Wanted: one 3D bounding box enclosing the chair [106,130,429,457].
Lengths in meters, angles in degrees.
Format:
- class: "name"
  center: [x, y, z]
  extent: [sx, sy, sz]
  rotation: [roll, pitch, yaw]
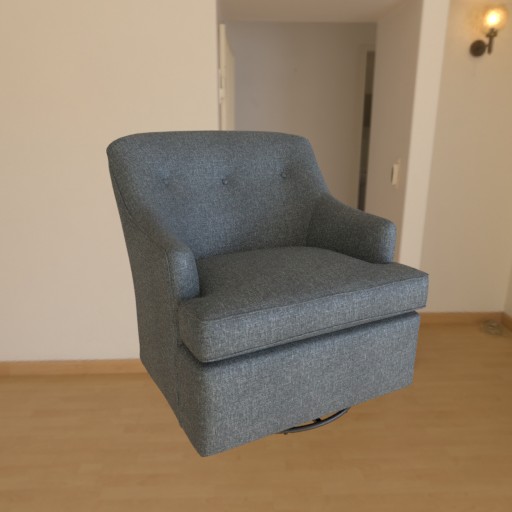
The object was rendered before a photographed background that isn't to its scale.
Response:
- class: "chair"
  center: [0.000, 0.000, 1.581]
  extent: [0.864, 0.856, 0.923]
  rotation: [-8, 18, -26]
